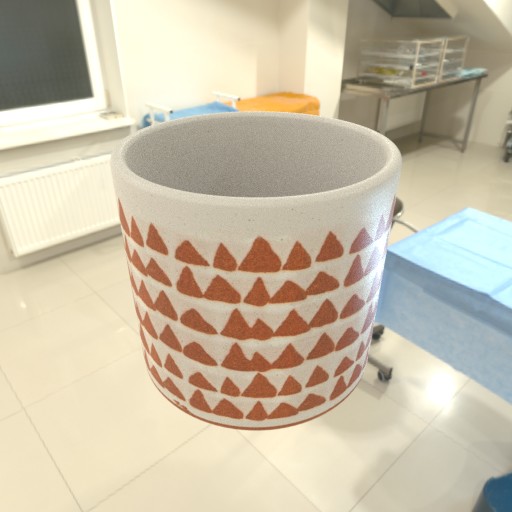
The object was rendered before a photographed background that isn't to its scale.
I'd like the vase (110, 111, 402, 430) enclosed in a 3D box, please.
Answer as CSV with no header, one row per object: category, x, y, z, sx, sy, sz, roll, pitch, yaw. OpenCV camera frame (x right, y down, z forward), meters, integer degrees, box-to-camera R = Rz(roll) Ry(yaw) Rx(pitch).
vase,0.000,0.000,0.247,0.137,0.127,0.137,0,31,0
